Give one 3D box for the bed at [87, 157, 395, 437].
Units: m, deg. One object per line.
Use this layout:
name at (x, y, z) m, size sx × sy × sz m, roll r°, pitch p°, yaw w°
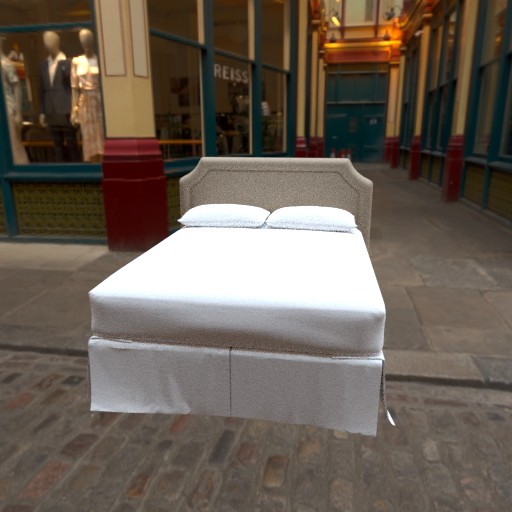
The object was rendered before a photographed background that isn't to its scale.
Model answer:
bed at (0.000, 0.000, 3.274) m, size 1.828 × 1.301 × 2.204 m, roll 2°, pitch 16°, yaw 9°
